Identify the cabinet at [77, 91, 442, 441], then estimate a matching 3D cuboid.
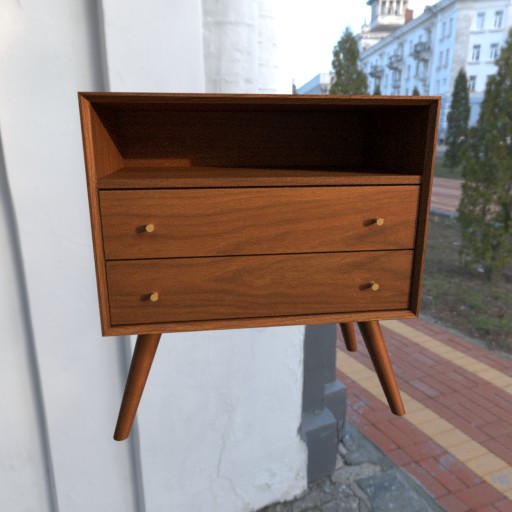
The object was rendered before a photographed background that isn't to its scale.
[{"bbox_3d":[0.000,0.000,1.130,0.712,0.748,0.388,-2,16,-8],"label":"cabinet"}]
